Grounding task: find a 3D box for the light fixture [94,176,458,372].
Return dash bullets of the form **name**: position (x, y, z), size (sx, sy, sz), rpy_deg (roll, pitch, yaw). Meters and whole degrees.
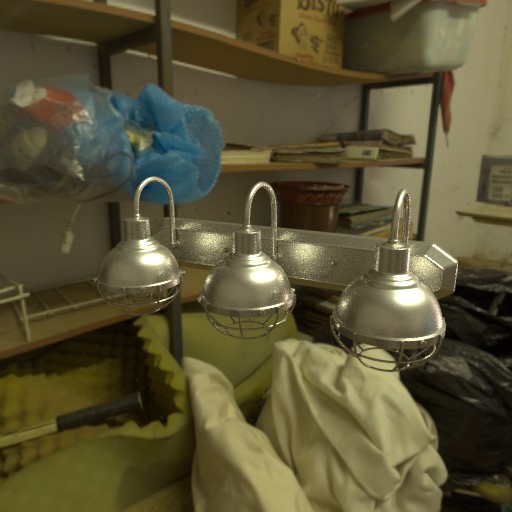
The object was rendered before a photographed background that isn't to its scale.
- **light fixture**: position (0.000, 0.000, 0.774), size (0.634, 0.254, 0.229), rpy_deg (7, 17, 26)
